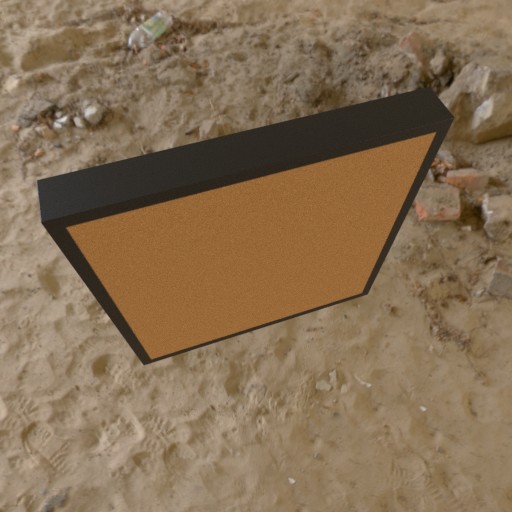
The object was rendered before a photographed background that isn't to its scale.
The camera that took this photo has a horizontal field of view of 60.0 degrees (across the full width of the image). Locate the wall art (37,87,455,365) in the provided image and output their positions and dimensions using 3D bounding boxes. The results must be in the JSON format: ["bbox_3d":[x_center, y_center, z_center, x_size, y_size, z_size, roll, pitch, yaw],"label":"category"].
[{"bbox_3d":[0.000,0.000,0.448,0.304,0.304,0.038,-16,60,-9],"label":"wall art"}]
